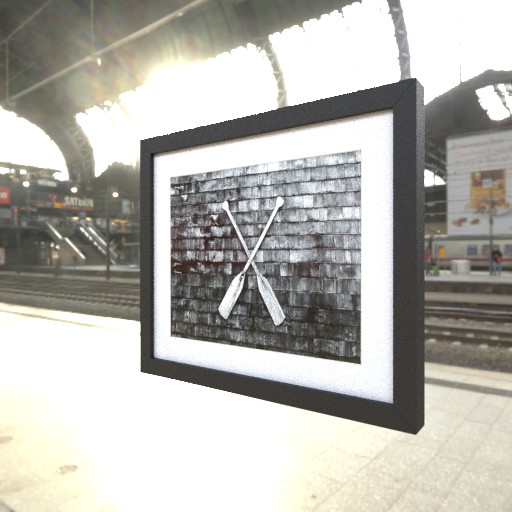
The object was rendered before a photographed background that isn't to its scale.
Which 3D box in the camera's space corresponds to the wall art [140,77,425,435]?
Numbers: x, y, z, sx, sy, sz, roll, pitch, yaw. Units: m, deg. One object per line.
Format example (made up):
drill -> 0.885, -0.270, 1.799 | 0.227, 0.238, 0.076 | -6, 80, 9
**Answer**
wall art -> 0.000, 0.000, 0.530 | 0.381, 0.330, 0.029 | 0, 0, 35
